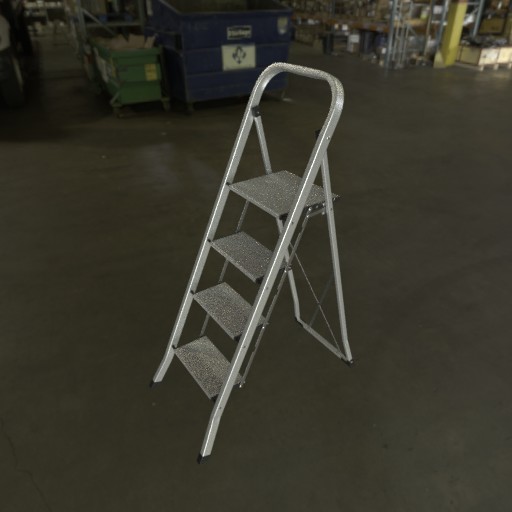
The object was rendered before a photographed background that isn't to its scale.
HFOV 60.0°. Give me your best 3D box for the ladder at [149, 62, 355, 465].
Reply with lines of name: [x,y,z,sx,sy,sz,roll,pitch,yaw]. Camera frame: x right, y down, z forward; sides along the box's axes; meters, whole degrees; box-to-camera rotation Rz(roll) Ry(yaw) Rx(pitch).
ladder: [0.000,0.000,1.657,0.830,1.290,0.465,-20,37,-29]
